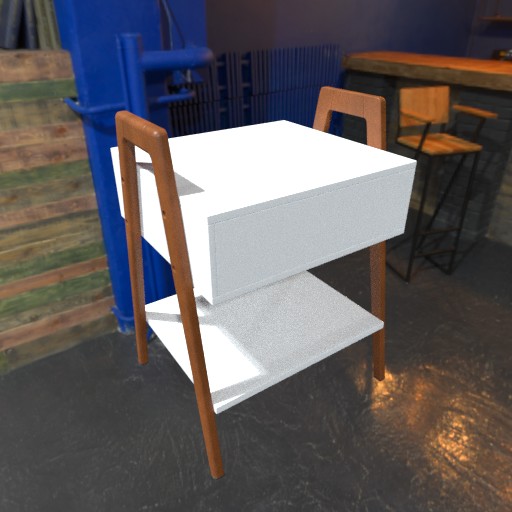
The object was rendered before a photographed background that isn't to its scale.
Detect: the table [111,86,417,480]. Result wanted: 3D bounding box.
[{"bbox_3d":[0.000,0.000,0.916,0.457,0.610,0.405,-19,34,-29],"label":"table"}]
